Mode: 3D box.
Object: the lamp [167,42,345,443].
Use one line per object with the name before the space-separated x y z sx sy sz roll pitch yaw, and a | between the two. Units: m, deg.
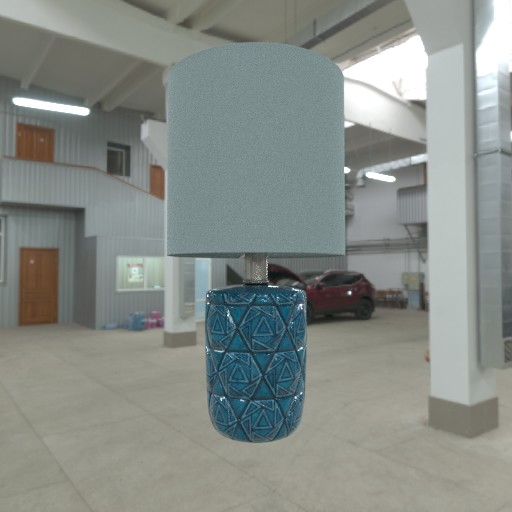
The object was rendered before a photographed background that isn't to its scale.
lamp | 0.000 0.000 0.487 0.193 0.377 0.193 -1 -2 18
